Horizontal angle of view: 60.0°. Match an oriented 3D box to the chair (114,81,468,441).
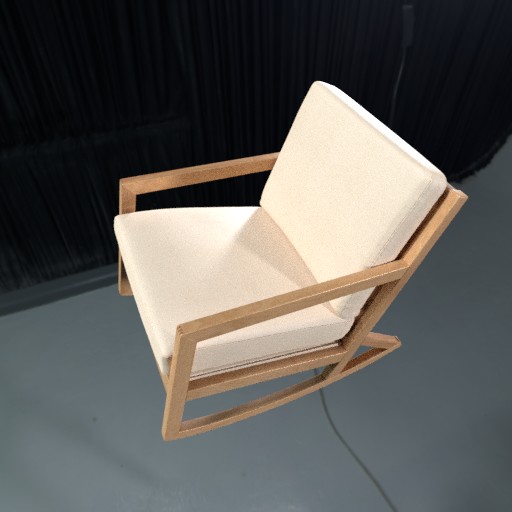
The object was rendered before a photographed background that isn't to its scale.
[{"bbox_3d":[0.000,0.000,1.384,0.857,0.790,0.622,-18,49,-16],"label":"chair"}]
